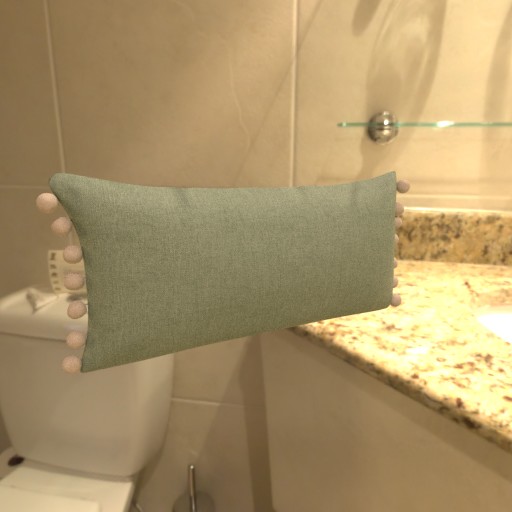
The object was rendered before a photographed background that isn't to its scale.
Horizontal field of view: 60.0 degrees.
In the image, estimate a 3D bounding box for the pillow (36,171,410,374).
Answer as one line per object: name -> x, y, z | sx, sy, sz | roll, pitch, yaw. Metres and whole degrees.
pillow -> 0.000, 0.000, 0.823 | 0.709, 0.322, 0.201 | -7, 16, -25
